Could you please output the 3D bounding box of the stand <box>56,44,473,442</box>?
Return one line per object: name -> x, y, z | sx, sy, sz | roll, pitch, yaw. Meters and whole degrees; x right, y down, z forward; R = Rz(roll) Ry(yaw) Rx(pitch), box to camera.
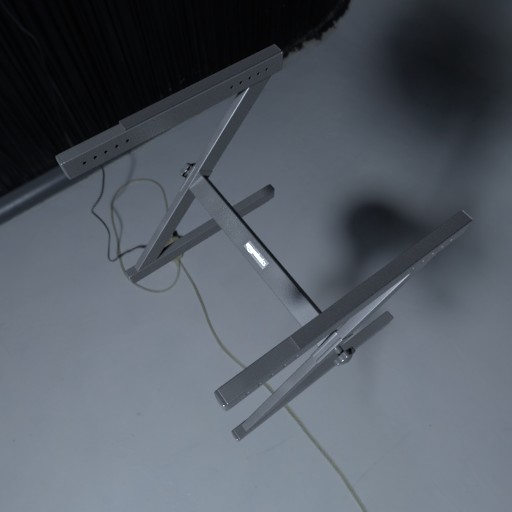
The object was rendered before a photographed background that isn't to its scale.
stand -> 0.000, 0.000, 1.154 | 0.586, 0.617, 0.700 | -33, 67, -16
